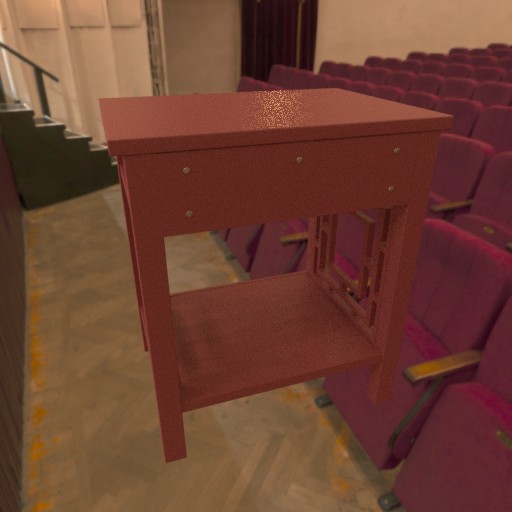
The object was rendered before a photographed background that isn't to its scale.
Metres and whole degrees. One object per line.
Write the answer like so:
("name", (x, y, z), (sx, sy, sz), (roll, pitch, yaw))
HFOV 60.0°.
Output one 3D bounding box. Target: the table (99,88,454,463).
("table", (0.000, 0.000, 1.057), (0.599, 0.686, 0.451), (-9, 29, -17))
